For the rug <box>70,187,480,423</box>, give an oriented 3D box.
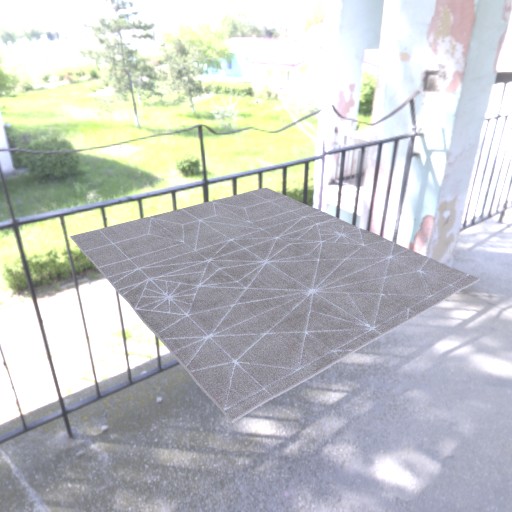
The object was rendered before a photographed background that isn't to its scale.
[{"bbox_3d":[0.000,0.000,0.892,0.548,0.006,0.639,-19,33,-32],"label":"rug"}]
